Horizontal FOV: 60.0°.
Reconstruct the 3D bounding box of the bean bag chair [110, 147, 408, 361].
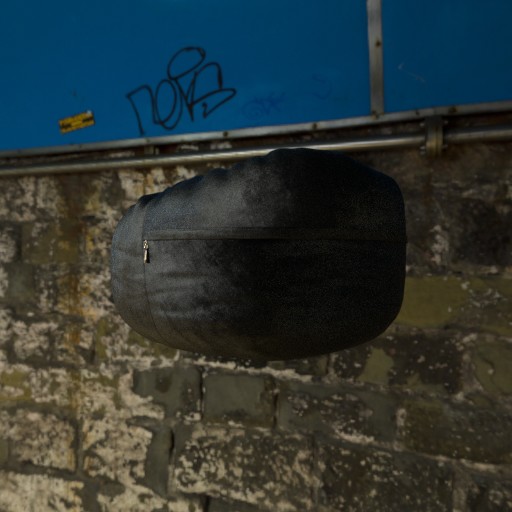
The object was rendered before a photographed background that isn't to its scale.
[{"bbox_3d":[0.000,0.000,2.365,1.524,0.878,1.524,0,0,35],"label":"bean bag chair"}]
